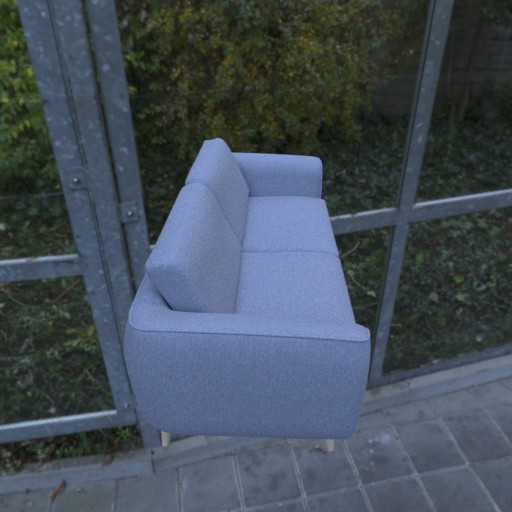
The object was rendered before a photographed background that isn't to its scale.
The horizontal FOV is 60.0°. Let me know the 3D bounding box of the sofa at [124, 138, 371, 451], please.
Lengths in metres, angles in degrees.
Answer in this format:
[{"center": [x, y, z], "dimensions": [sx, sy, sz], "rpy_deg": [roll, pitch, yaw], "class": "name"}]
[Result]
[{"center": [0.000, 0.000, 2.458], "dimensions": [0.920, 0.870, 2.000], "rpy_deg": [1, 30, 2], "class": "sofa"}]
